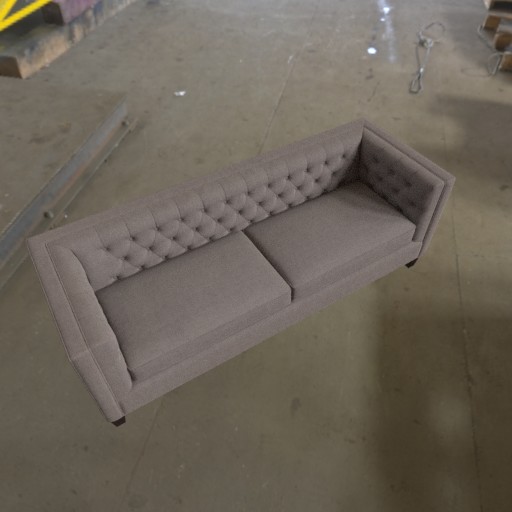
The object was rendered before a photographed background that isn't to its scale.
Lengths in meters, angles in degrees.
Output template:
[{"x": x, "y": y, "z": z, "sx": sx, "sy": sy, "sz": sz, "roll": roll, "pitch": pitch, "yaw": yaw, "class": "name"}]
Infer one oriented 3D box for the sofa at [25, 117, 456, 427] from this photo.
[{"x": 0.000, "y": 0.000, "z": 2.573, "sx": 2.159, "sy": 0.762, "sz": 0.775, "roll": -24, "pitch": 52, "yaw": -21, "class": "sofa"}]
